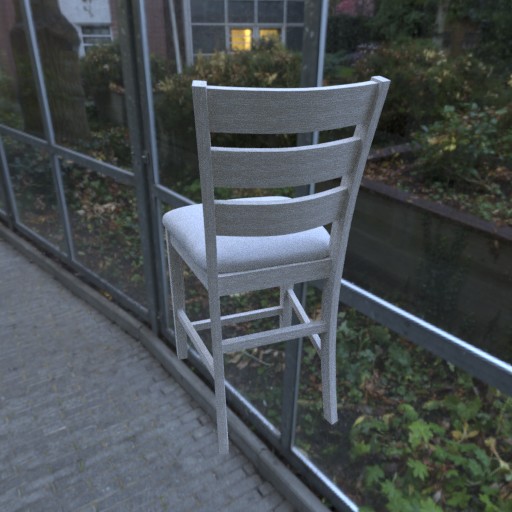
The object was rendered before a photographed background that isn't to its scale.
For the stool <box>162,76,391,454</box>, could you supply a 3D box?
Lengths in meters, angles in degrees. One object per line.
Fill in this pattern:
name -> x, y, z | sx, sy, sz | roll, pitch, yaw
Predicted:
stool -> 0.000, 0.000, 1.345 | 0.484, 1.032, 0.569 | -9, 27, -17
